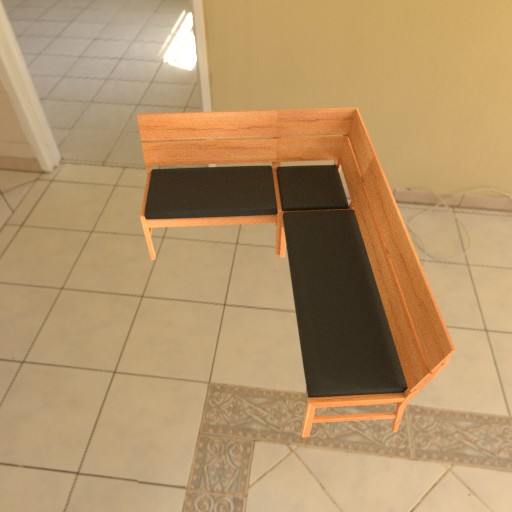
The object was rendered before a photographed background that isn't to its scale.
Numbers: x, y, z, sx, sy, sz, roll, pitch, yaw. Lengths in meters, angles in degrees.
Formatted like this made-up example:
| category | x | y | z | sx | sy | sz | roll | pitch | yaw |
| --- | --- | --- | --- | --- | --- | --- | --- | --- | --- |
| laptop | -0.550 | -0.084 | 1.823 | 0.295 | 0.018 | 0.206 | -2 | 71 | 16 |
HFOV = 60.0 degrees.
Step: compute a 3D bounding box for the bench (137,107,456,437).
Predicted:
| category | x | y | z | sx | sy | sz | roll | pitch | yaw |
| --- | --- | --- | --- | --- | --- | --- | --- | --- | --- |
| bench | 0.000 | 0.000 | 2.777 | 1.548 | 0.890 | 1.948 | -2 | 48 | -2 |
